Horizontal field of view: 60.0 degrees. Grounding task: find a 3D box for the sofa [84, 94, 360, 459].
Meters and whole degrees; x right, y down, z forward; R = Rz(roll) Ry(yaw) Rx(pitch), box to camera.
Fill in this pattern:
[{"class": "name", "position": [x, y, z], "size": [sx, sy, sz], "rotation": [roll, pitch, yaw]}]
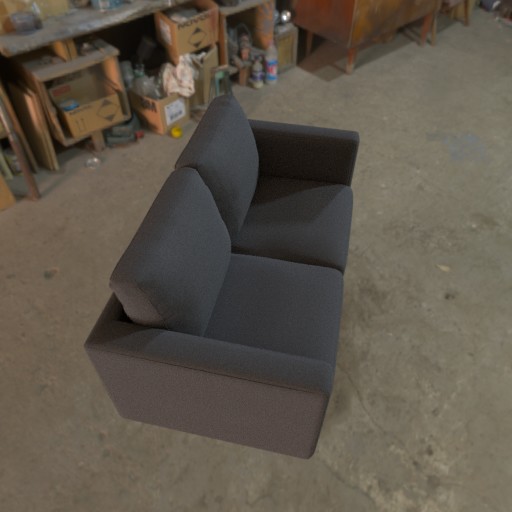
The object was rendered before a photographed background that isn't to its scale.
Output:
[{"class": "sofa", "position": [0.000, 0.000, 1.950], "size": [0.796, 0.908, 1.430], "rotation": [9, 48, 8]}]
